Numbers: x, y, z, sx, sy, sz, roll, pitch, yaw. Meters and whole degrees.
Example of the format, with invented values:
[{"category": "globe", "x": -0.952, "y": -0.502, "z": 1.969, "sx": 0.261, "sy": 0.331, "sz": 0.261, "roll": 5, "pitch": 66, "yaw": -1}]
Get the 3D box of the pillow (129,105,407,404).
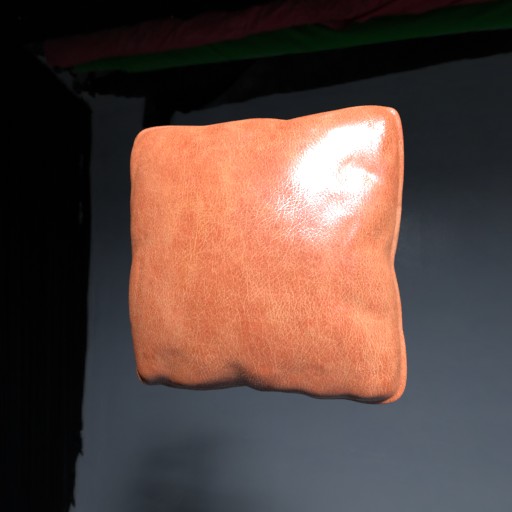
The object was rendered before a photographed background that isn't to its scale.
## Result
[{"category": "pillow", "x": 0.000, "y": 0.000, "z": 0.826, "sx": 0.532, "sy": 0.523, "sz": 0.236, "roll": 0, "pitch": -1, "yaw": 17}]
